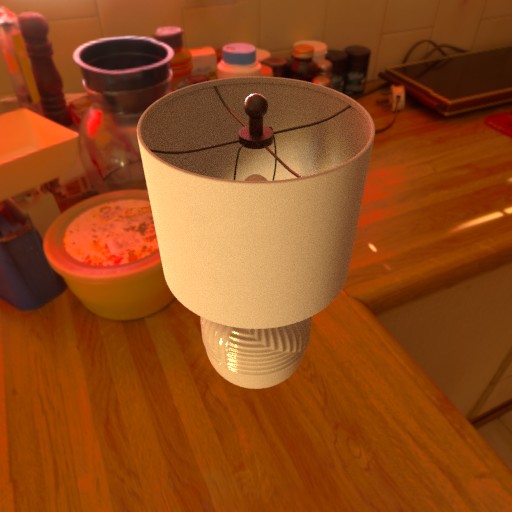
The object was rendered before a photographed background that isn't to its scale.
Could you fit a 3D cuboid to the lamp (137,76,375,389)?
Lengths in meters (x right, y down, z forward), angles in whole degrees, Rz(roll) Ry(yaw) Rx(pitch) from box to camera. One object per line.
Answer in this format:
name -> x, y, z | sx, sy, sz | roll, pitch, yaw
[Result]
lamp -> 0.000, 0.000, 0.768 | 0.318, 0.567, 0.318 | 0, 42, 0
